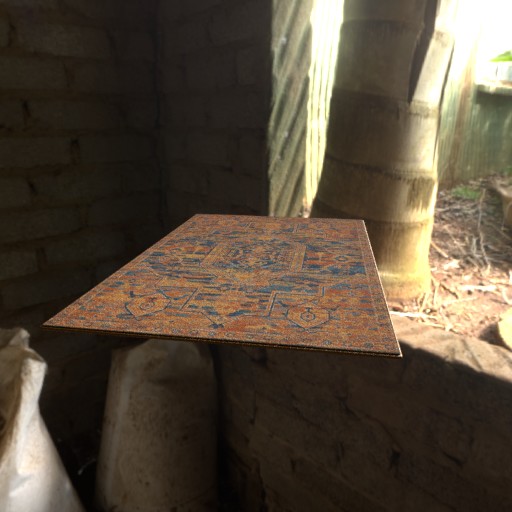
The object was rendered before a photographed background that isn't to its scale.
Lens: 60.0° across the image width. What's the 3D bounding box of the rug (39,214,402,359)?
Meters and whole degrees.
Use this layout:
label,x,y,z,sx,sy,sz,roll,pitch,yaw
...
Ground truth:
label,x,y,z,sx,sy,sz,roll,pitch,yaw
rug,0.000,0.000,1.064,0.557,0.008,0.863,3,18,9
